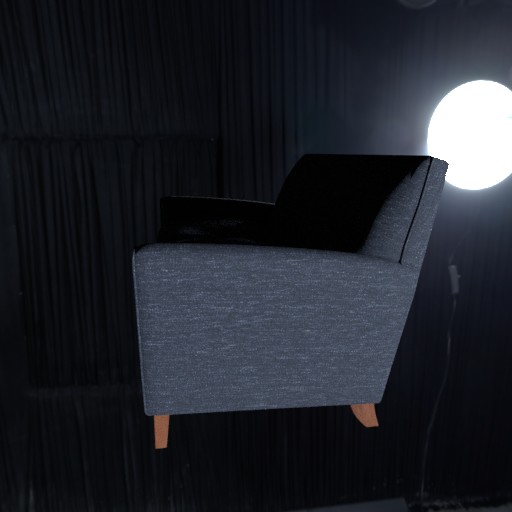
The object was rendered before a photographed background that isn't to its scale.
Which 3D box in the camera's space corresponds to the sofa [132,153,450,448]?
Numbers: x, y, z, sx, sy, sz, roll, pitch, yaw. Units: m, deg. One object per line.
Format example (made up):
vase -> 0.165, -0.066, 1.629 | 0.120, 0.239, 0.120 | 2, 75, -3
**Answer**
sofa -> 0.000, 0.000, 1.893 | 0.875, 0.846, 1.420 | -2, 13, -9
